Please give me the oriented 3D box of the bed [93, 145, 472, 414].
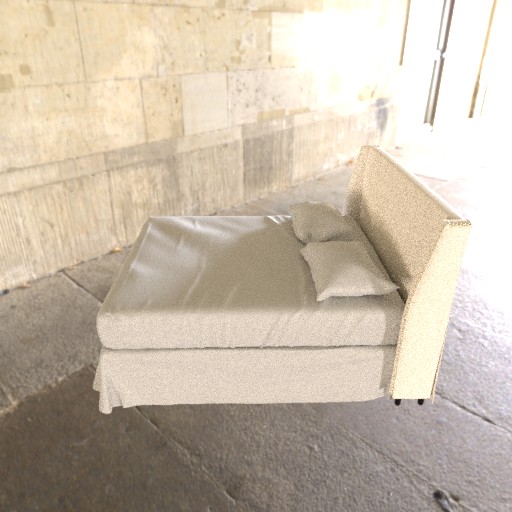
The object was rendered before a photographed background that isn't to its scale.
[{"bbox_3d":[0.000,0.000,3.446,2.276,1.332,1.925,-1,27,-1],"label":"bed"}]
